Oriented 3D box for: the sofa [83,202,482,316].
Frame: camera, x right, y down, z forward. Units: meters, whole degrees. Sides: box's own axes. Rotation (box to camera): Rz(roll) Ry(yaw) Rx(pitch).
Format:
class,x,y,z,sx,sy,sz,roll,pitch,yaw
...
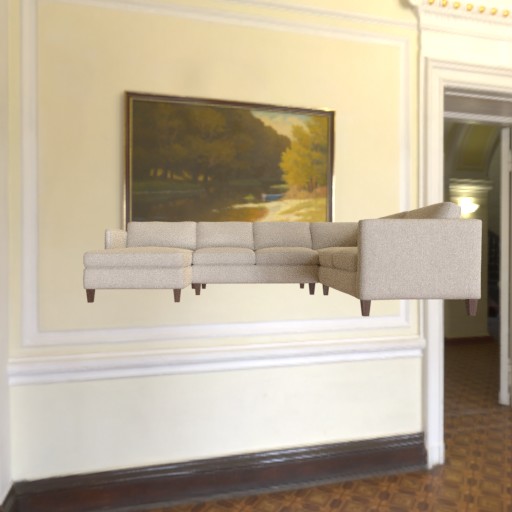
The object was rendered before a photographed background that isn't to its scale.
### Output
class,x,y,z,sx,sy,sz,roll,pitch,yaw
sofa,0.000,0.000,4.400,3.238,0.853,2.551,0,1,-2
